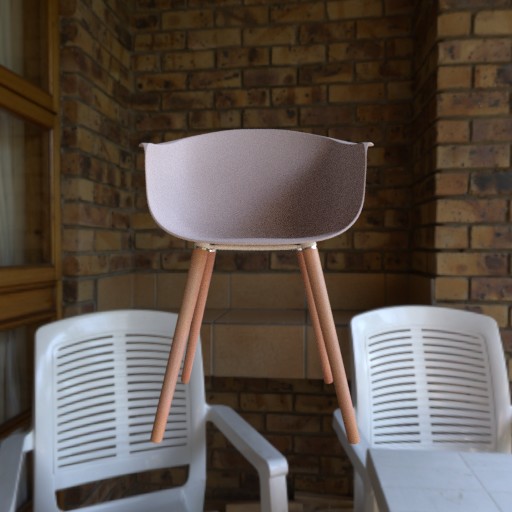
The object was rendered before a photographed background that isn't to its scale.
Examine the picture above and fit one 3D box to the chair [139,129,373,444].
[{"bbox_3d":[0.000,0.000,1.143,0.593,0.781,0.504,0,1,1],"label":"chair"}]
